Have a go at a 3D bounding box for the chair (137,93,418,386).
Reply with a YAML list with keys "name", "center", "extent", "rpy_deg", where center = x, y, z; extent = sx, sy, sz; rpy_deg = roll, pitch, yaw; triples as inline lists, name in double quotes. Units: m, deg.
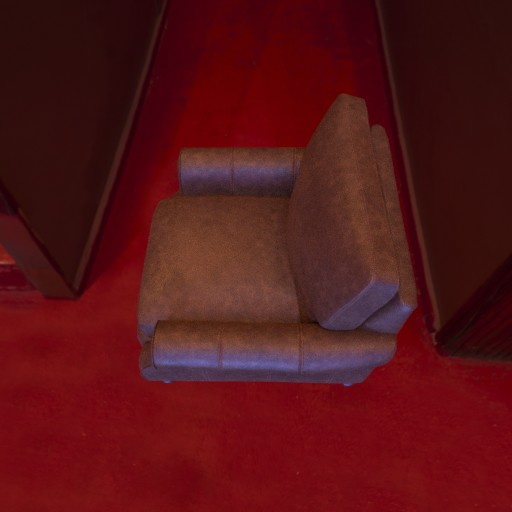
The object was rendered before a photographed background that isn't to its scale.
- name: "chair"
  center: [0.000, 0.000, 1.800]
  extent: [1.002, 0.976, 0.996]
  rpy_deg: [1, 59, 1]
